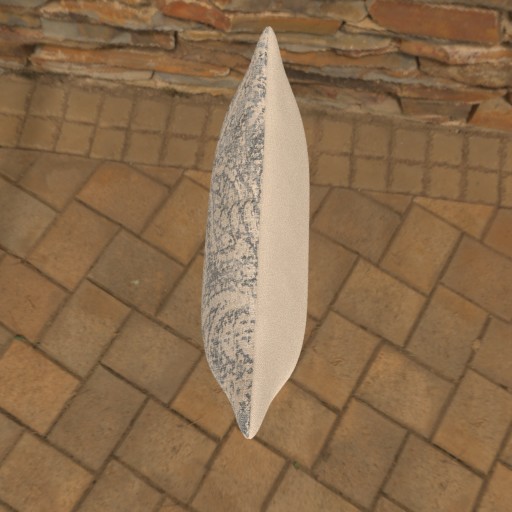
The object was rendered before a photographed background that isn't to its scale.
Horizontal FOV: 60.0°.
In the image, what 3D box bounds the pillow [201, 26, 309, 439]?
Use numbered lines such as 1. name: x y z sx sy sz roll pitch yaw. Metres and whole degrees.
1. pillow: 0.000 0.000 0.773 0.166 0.510 0.523 3 76 1
